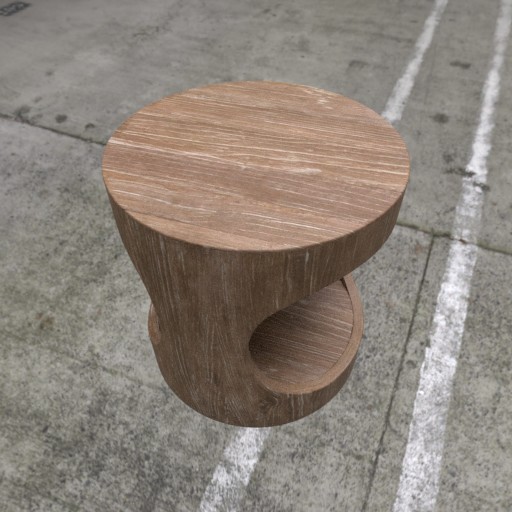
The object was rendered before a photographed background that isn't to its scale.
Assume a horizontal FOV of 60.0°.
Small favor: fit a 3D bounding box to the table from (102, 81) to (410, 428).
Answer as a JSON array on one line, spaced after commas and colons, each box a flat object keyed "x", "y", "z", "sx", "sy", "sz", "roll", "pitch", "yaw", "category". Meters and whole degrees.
[{"x": 0.000, "y": 0.000, "z": 0.972, "sx": 0.527, "sy": 0.551, "sz": 0.527, "roll": 0, "pitch": 45, "yaw": 0, "category": "table"}]
